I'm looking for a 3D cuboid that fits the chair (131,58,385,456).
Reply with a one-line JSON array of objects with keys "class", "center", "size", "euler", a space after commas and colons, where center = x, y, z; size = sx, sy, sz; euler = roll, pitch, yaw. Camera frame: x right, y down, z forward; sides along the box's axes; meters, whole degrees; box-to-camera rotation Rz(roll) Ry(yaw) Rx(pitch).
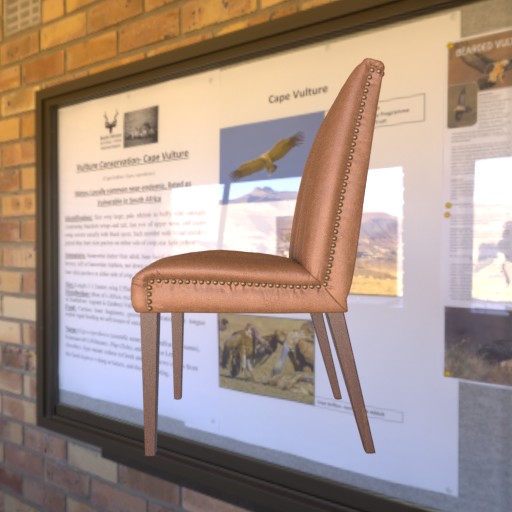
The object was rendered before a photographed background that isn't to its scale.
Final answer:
[{"class": "chair", "center": [0.000, 0.000, 1.348], "size": [0.647, 1.016, 0.511], "euler": [0, 1, -1]}]
